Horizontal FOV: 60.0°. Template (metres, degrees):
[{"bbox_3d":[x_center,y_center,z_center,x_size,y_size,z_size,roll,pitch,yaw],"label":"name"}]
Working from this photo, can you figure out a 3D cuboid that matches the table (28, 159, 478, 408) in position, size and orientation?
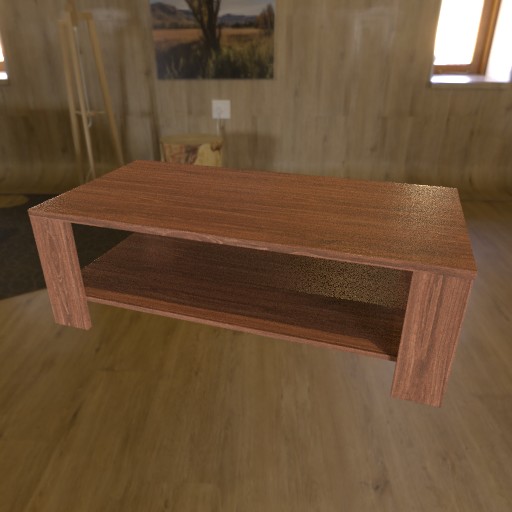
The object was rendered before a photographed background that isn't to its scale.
[{"bbox_3d":[0.000,0.000,1.465,1.200,0.400,0.600,8,28,16],"label":"table"}]
